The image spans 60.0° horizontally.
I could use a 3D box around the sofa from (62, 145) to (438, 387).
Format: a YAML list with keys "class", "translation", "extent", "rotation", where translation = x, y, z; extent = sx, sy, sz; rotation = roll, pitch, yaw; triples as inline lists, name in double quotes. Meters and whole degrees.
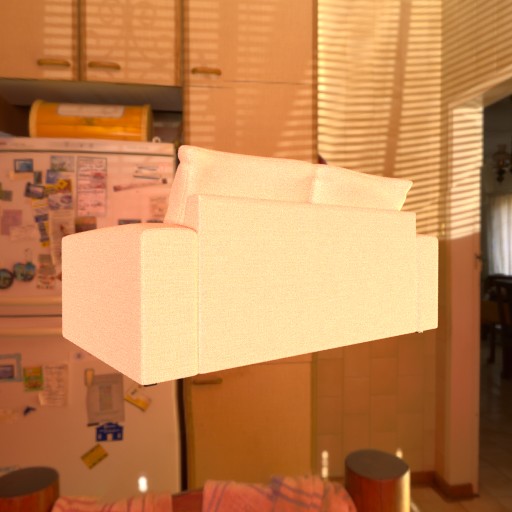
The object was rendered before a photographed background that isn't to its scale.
- class: "sofa"
  translation: [0.000, 0.000, 2.393]
  extent: [1.754, 0.875, 1.091]
  rotation: [-1, 1, -37]
